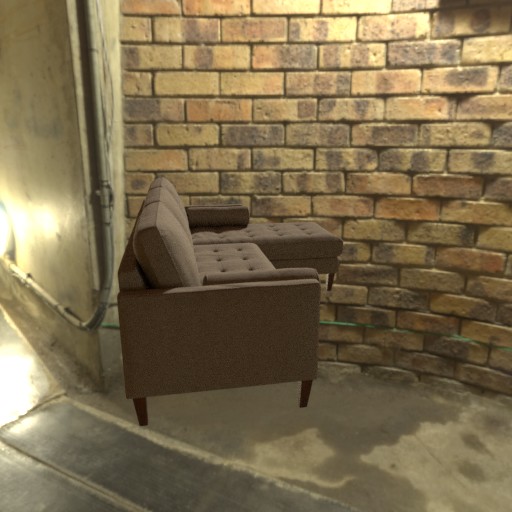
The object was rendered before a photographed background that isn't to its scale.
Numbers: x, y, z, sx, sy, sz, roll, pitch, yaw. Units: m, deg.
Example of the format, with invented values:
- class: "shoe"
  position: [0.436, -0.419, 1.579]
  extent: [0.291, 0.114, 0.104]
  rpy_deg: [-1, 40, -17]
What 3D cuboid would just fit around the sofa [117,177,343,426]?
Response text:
- class: "sofa"
  position: [0.000, 0.000, 2.902]
  extent: [1.506, 0.875, 2.178]
  rpy_deg: [-3, 16, -10]
